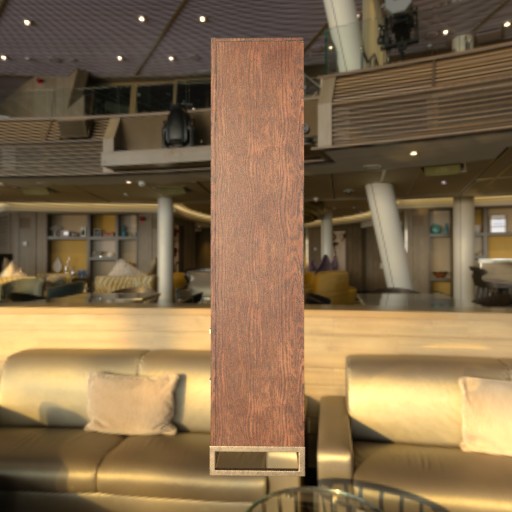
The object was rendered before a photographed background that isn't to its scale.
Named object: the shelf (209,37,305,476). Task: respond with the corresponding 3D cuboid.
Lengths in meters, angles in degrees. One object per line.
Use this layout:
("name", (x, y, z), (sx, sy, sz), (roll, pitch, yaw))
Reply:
("shelf", (0.000, 0.000, 2.018), (0.395, 1.732, 0.539), (0, -1, 1))
